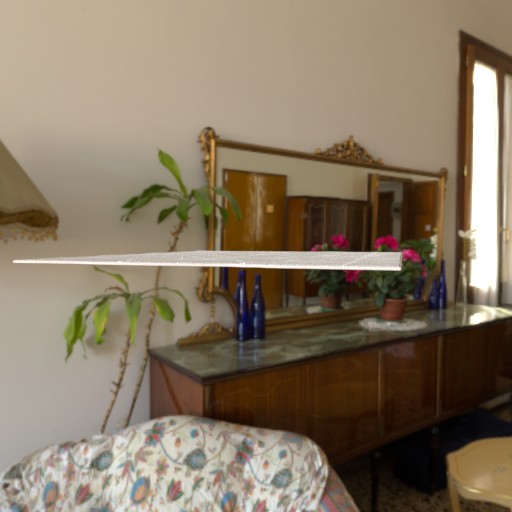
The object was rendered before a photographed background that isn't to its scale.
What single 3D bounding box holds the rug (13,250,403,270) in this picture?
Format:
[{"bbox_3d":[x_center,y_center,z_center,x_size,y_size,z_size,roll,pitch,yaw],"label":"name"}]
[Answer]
[{"bbox_3d":[0.000,0.000,0.872,0.548,0.006,0.639,1,2,18],"label":"rug"}]
